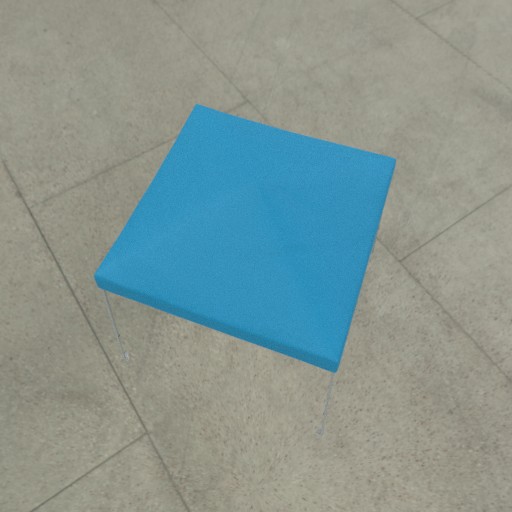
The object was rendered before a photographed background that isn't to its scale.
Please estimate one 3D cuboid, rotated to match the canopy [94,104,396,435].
[{"bbox_3d":[0.000,0.000,5.225,2.850,2.850,2.849,18,64,9],"label":"canopy"}]
